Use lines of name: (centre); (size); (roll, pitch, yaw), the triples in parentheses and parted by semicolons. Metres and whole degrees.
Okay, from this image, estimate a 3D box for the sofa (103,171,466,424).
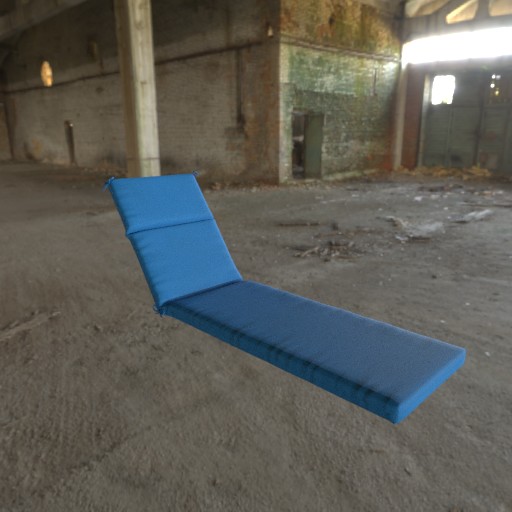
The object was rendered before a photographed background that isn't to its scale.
sofa: (0.000, 0.000, 1.932); (1.663, 0.622, 0.582); (15, 21, 43)
